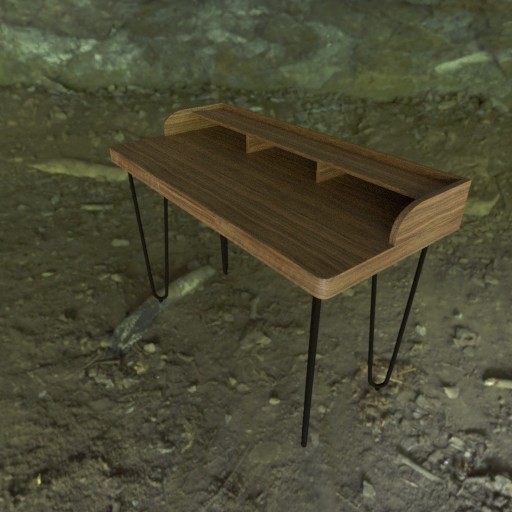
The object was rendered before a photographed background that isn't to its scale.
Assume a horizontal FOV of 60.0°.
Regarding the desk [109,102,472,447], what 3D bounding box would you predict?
[{"bbox_3d":[0.000,0.000,1.689,0.565,0.854,1.200,-23,38,-32],"label":"desk"}]
